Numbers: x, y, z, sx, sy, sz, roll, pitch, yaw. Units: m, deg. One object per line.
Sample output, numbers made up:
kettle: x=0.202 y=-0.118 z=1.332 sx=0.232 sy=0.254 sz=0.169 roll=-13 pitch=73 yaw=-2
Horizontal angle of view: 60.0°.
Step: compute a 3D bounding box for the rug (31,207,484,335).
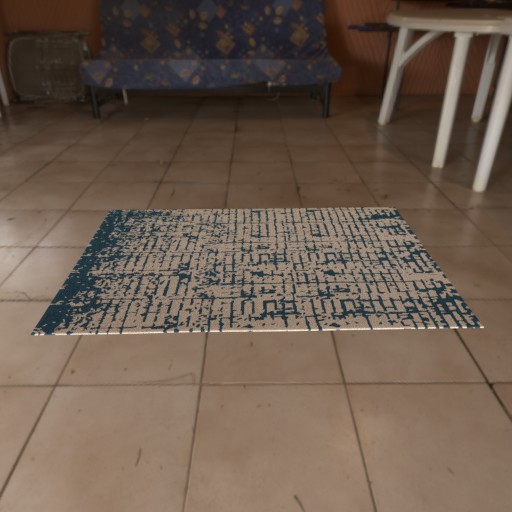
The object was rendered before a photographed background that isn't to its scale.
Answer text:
rug: x=0.000 y=0.000 z=2.313 sx=1.828 sy=0.007 sz=1.220 roll=-1 pitch=30 yaw=-1
